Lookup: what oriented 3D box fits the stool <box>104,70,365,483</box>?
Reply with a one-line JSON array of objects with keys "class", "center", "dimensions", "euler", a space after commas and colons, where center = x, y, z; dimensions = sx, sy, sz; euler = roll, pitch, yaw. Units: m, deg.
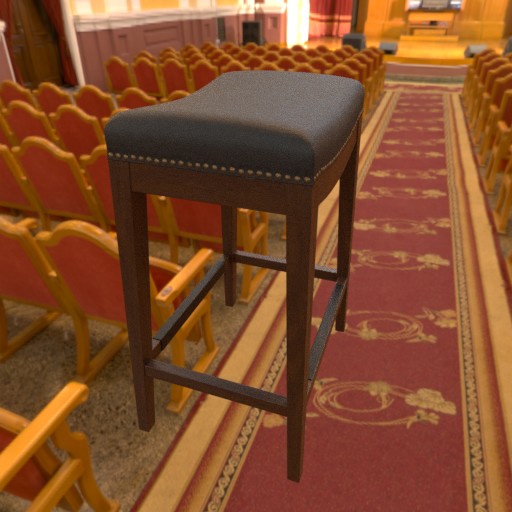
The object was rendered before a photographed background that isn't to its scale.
[{"class": "stool", "center": [0.000, 0.000, 0.923], "dimensions": [0.353, 0.664, 0.490], "euler": [11, 32, 17]}]
